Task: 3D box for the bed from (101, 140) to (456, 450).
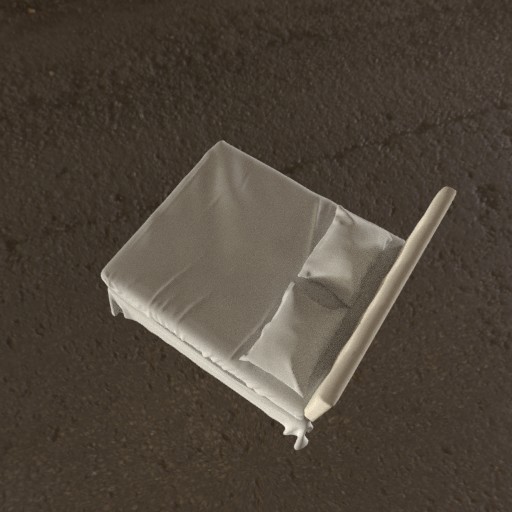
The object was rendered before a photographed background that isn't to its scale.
[{"bbox_3d":[0.000,0.000,3.525,2.222,1.577,1.936,32,69,14],"label":"bed"}]
